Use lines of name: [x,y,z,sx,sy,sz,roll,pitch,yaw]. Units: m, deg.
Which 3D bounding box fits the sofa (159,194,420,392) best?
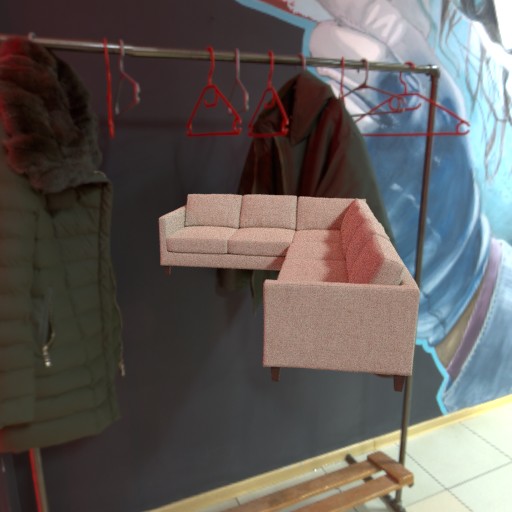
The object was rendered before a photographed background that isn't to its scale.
sofa: [0.000,0.000,4.316,2.432,0.863,3.182,2,15,9]
